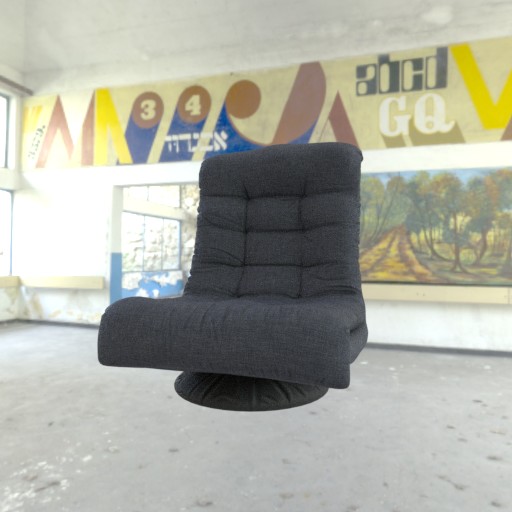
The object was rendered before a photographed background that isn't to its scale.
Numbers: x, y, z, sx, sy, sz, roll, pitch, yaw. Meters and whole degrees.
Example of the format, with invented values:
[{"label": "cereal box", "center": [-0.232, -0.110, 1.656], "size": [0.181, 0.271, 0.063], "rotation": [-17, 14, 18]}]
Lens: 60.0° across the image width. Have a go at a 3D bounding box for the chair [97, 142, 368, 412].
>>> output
[{"label": "chair", "center": [0.000, 0.000, 1.245], "size": [0.597, 0.749, 0.668], "rotation": [0, 0, 19]}]
